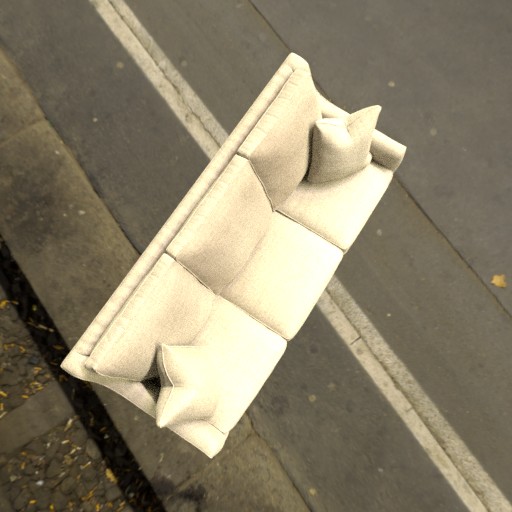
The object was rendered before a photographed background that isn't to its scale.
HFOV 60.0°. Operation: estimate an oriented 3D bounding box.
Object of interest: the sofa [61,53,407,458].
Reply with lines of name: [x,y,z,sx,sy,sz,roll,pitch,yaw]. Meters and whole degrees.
sofa: [0.000,0.000,2.524,0.865,0.914,2.031,32,79,7]
